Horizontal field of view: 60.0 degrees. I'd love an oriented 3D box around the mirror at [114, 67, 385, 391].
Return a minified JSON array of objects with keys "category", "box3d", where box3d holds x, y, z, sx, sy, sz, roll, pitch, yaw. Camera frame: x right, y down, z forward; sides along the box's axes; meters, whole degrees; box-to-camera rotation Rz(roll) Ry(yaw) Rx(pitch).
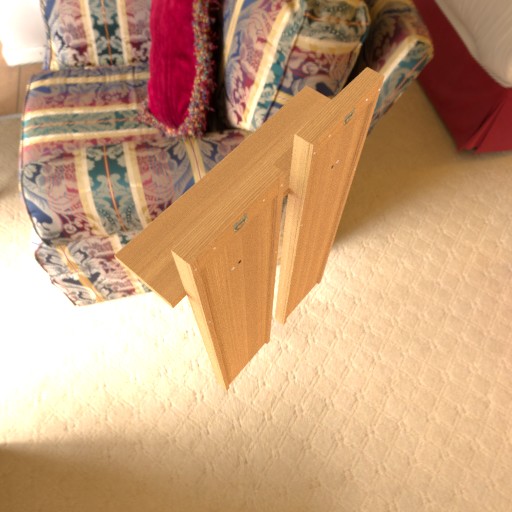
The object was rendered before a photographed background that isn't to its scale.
[{"category":"mirror","box3d":[0.000,0.000,1.591,0.260,1.250,0.800,37,68,18]}]
